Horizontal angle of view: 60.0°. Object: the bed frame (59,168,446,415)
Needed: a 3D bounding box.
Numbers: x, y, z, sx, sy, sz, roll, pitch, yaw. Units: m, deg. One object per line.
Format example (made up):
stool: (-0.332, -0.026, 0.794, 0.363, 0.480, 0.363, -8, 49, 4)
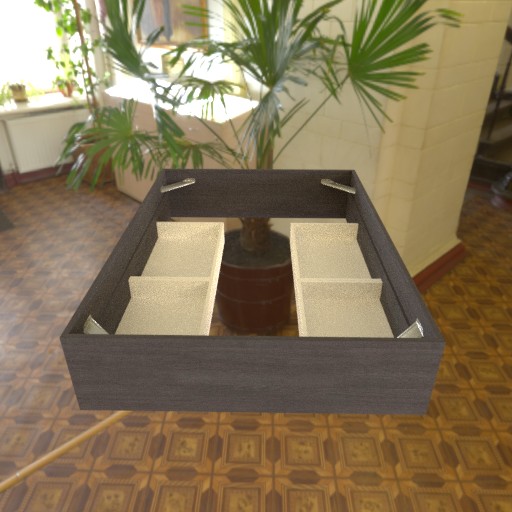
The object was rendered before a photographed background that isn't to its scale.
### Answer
bed frame: (0.000, 0.000, 2.600, 1.448, 0.459, 1.944, 1, 30, 1)
